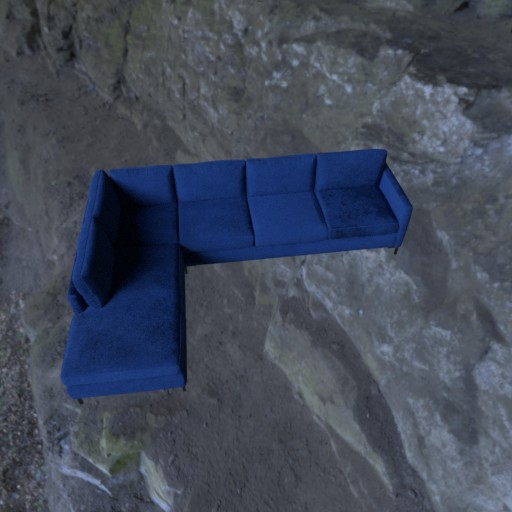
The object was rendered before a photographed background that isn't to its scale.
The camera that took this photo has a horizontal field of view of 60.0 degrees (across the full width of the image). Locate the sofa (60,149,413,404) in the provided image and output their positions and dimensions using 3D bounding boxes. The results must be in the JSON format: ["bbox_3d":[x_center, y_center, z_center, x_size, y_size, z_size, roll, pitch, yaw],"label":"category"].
[{"bbox_3d":[0.000,0.000,3.792,2.949,0.815,2.007,-5,45,-5],"label":"sofa"}]
